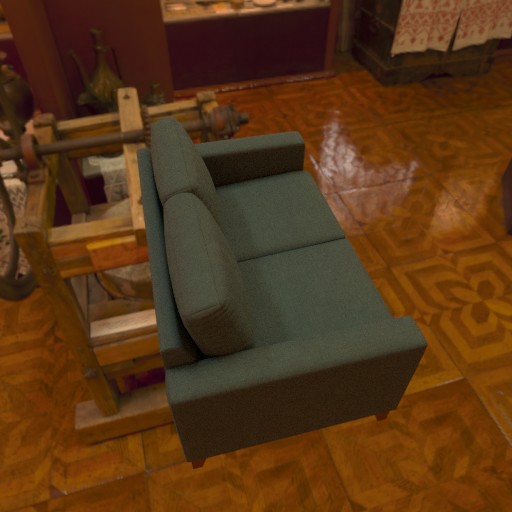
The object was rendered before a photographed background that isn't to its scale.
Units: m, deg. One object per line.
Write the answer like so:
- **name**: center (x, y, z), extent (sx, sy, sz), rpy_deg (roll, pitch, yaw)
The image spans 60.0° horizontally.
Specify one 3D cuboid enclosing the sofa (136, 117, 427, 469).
- **sofa**: center (0.000, 0.000, 2.107), extent (0.955, 0.903, 1.489), rpy_deg (-10, 47, -10)
